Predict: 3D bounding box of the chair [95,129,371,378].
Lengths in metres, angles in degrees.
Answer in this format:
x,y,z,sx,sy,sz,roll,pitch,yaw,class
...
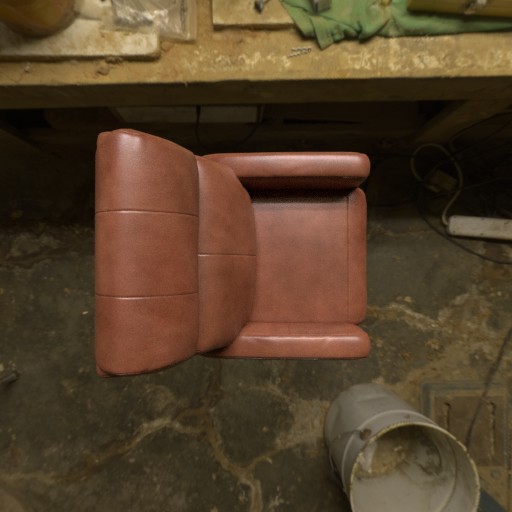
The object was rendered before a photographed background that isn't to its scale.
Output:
x,y,z,sx,sy,sz,roll,pitch,yaw,class
0.000,0.000,1.693,0.939,1.016,0.787,0,89,0,chair
